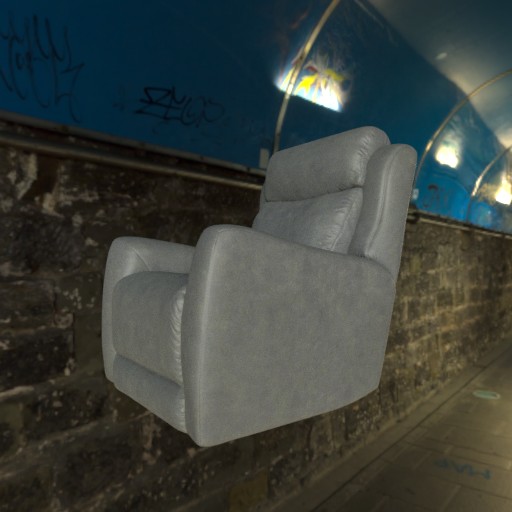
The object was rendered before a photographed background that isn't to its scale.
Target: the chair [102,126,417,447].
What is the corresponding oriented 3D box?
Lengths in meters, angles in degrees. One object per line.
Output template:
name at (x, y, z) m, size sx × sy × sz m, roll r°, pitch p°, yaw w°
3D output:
chair at (0.000, 0.000, 1.898) m, size 1.068 × 1.116 × 0.965 m, roll 0°, pitch 0°, yaw -35°
